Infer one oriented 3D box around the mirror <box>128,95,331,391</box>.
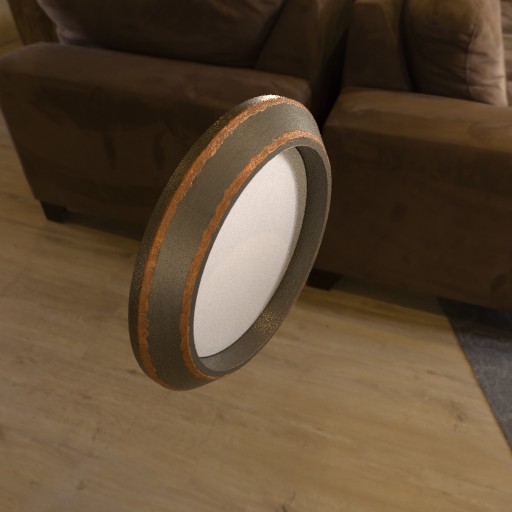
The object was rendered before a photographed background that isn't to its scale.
[{"bbox_3d":[0.000,0.000,1.331,0.111,0.907,0.907,24,47,25],"label":"mirror"}]
